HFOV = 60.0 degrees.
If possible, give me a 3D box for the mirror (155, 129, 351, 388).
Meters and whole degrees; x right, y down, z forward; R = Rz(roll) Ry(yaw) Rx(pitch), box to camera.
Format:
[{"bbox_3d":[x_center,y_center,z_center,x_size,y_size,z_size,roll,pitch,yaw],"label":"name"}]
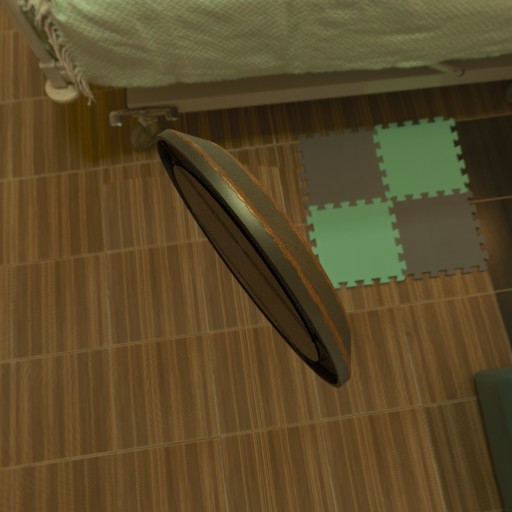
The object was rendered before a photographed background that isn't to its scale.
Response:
[{"bbox_3d":[0.000,0.000,1.375,0.111,0.907,0.907,-36,78,-9],"label":"mirror"}]
